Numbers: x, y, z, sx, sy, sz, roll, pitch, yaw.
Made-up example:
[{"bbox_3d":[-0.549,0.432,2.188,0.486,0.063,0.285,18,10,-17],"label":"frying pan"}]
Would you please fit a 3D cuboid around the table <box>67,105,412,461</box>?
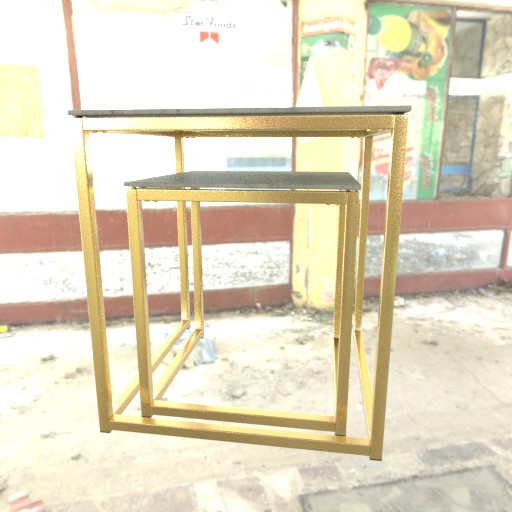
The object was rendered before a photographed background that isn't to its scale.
[{"bbox_3d":[0.000,0.000,0.843,0.450,0.500,0.450,2,14,9],"label":"table"}]
